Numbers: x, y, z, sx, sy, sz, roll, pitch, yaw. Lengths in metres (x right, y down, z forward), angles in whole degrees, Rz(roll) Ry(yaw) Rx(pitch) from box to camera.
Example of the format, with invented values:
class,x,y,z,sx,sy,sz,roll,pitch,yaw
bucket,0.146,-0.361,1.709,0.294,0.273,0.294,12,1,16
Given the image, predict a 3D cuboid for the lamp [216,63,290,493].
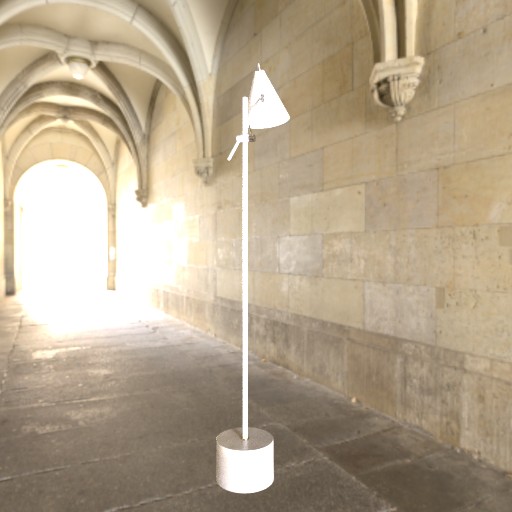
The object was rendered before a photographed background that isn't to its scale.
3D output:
class,x,y,z,sx,sy,sz,roll,pitch,yaw
lamp,0.000,0.000,1.585,0.223,1.430,0.508,0,0,19
